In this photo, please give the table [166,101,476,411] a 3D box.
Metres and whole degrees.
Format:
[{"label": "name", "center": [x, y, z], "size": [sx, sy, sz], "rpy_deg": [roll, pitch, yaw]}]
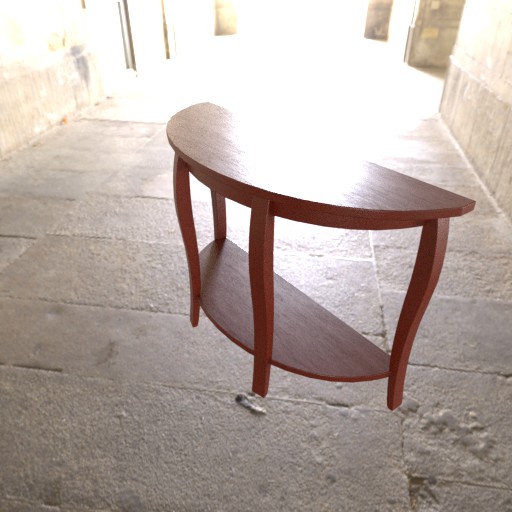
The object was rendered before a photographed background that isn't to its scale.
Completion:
[{"label": "table", "center": [0.000, 0.000, 1.577], "size": [0.405, 0.779, 1.219], "rpy_deg": [-22, 38, -30]}]
